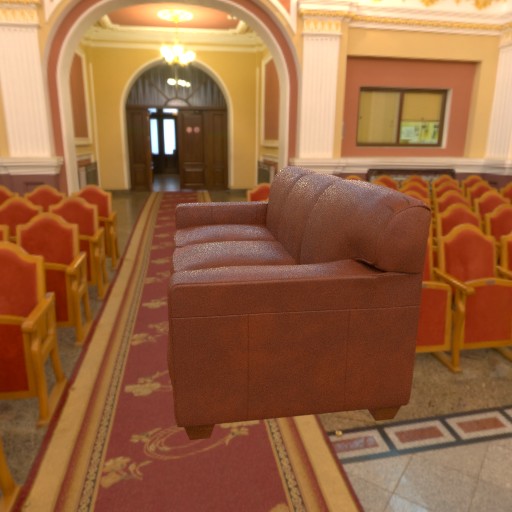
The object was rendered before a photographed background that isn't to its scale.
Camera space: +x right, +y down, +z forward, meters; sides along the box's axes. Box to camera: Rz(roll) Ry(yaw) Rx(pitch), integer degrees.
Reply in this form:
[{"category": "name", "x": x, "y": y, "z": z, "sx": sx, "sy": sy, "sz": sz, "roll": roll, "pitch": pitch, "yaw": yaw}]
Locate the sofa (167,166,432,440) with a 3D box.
[{"category": "sofa", "x": 0.000, "y": 0.000, "z": 2.583, "sx": 1.008, "sy": 0.953, "sz": 2.039, "roll": -2, "pitch": 15, "yaw": -9}]
